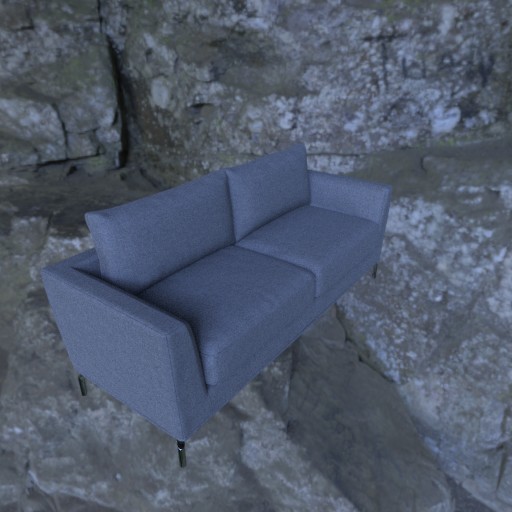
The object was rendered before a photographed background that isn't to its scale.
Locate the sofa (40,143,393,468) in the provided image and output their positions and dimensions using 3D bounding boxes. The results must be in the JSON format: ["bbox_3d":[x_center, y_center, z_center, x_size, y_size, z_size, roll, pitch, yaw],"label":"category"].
[{"bbox_3d":[0.000,0.000,2.707,0.869,1.002,2.212,18,32,32],"label":"sofa"}]
